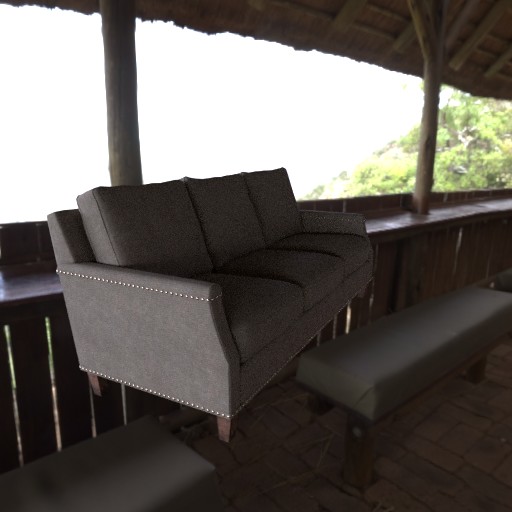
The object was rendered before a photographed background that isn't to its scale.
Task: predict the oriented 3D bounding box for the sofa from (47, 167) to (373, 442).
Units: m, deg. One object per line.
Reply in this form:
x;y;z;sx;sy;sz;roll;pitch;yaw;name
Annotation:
0.000;0.000;2.841;1.034;1.042;2.226;7;16;28;sofa
